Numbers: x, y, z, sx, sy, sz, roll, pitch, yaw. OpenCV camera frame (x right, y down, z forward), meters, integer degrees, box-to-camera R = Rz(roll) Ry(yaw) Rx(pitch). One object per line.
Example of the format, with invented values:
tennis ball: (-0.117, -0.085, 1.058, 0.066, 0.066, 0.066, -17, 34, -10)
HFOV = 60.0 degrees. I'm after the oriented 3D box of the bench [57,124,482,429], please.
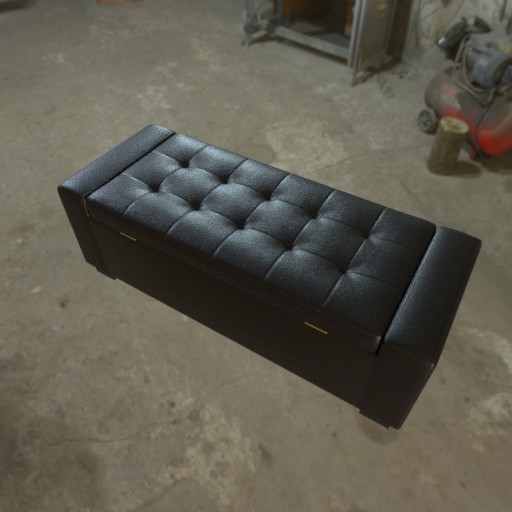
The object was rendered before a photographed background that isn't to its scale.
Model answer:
bench: (0.000, 0.000, 1.558, 1.296, 0.445, 0.508, 24, 51, 21)
